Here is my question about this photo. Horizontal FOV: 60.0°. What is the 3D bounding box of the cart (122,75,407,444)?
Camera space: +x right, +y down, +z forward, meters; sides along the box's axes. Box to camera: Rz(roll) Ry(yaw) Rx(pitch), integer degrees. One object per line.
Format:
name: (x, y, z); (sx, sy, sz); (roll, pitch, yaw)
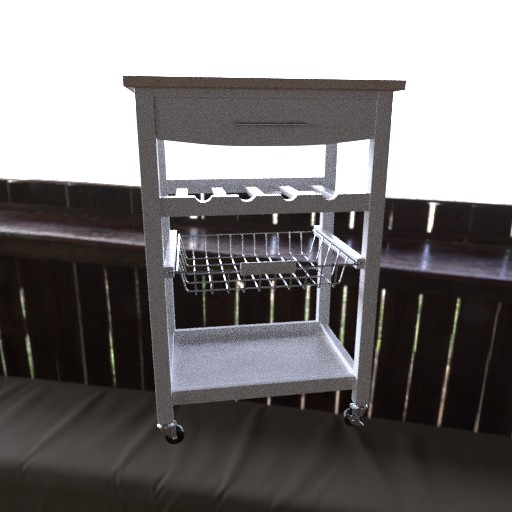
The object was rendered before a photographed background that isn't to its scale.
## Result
cart: (0.000, 0.000, 1.196); (0.578, 0.857, 0.406); (-2, 16, -8)
